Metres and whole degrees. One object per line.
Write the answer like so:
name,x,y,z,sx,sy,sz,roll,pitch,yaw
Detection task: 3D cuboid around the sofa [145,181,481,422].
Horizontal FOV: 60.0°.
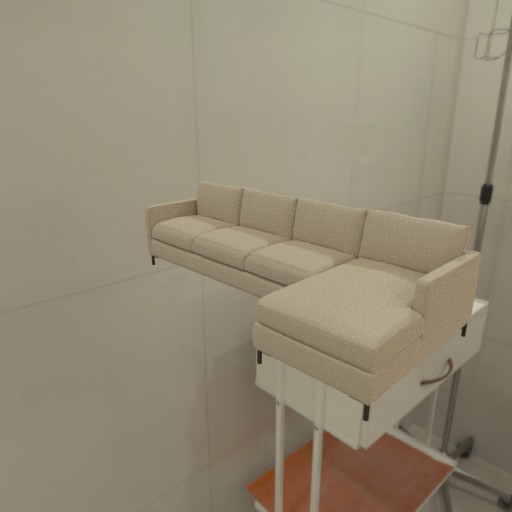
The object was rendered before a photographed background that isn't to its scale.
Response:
sofa,0.000,0.000,3.248,1.258,0.755,2.731,-17,24,-42
